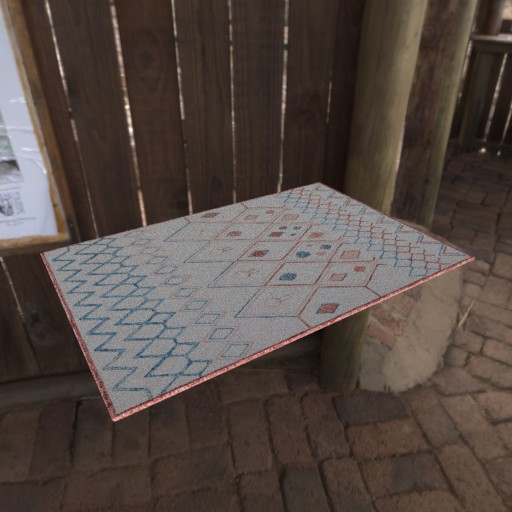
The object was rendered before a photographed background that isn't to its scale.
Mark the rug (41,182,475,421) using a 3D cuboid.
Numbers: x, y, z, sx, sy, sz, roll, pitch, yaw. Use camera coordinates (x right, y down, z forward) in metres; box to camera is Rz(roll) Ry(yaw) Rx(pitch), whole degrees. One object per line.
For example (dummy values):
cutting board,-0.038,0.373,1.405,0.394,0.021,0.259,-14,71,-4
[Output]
rug,0.000,0.000,2.240,1.829,0.016,1.219,-18,35,-28
